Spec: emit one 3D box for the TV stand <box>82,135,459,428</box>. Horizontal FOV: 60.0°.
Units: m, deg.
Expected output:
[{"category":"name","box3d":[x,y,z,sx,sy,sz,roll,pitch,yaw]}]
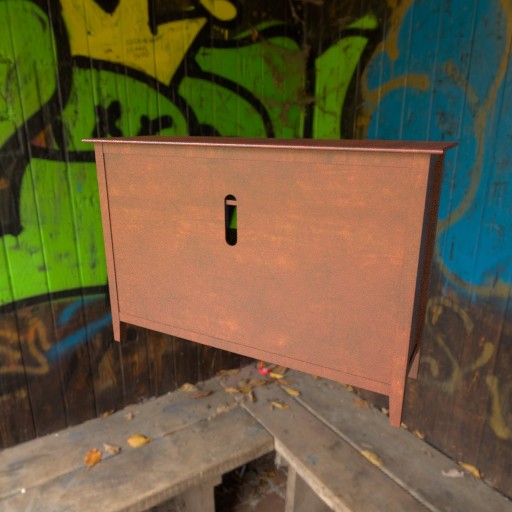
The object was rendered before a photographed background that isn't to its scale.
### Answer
[{"category":"TV stand","box3d":[0.000,0.000,1.808,1.372,0.915,0.445,9,19,27]}]
